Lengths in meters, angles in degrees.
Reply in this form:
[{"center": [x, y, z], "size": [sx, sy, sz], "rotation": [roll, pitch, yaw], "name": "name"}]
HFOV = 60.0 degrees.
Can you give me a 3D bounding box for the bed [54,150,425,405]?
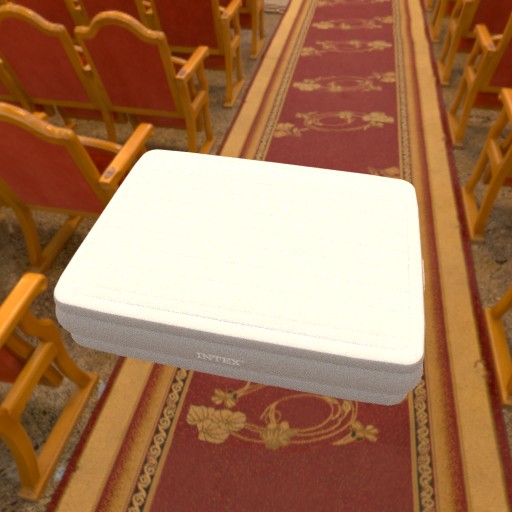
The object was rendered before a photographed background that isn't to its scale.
[{"center": [0.000, 0.000, 2.793], "size": [2.036, 0.460, 1.520], "rotation": [9, 48, 8], "name": "bed"}]
